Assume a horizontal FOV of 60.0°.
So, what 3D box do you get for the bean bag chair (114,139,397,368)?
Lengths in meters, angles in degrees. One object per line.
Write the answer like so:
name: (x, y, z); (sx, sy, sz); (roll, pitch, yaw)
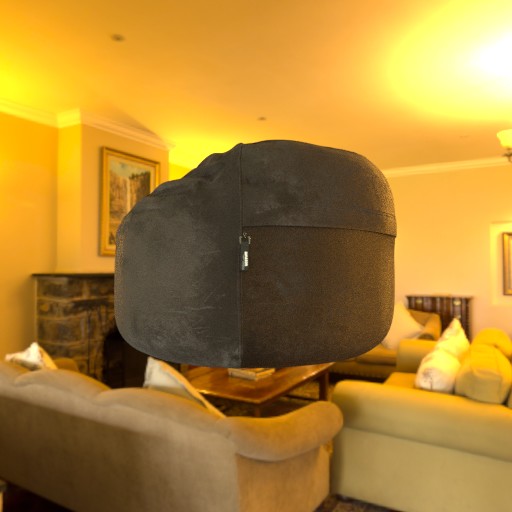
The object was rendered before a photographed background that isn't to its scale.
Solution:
bean bag chair: (0.000, 0.000, 1.503); (0.918, 0.605, 0.918); (0, -1, 0)
